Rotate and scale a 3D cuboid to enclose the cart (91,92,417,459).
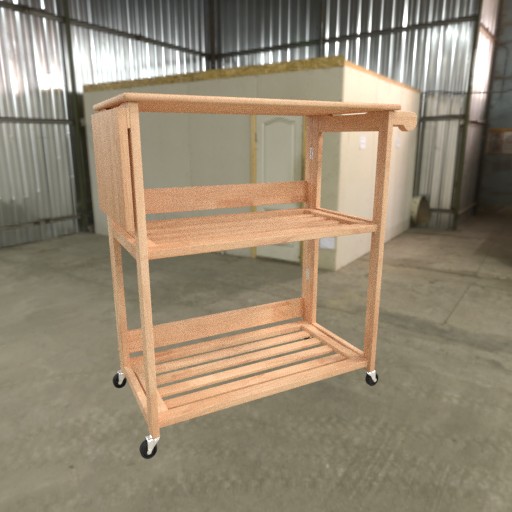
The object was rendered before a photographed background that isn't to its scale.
[{"bbox_3d":[0.000,0.000,1.362,0.853,0.879,0.432,-8,17,-27],"label":"cart"}]
